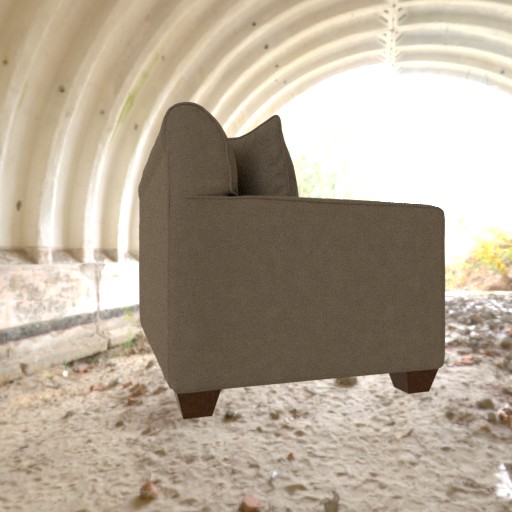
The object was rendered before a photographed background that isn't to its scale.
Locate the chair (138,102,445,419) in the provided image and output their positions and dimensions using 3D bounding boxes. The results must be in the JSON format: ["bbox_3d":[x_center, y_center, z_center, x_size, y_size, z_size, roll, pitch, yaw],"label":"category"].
[{"bbox_3d":[0.000,0.000,2.031,0.992,0.953,1.395,0,0,-18],"label":"chair"}]
